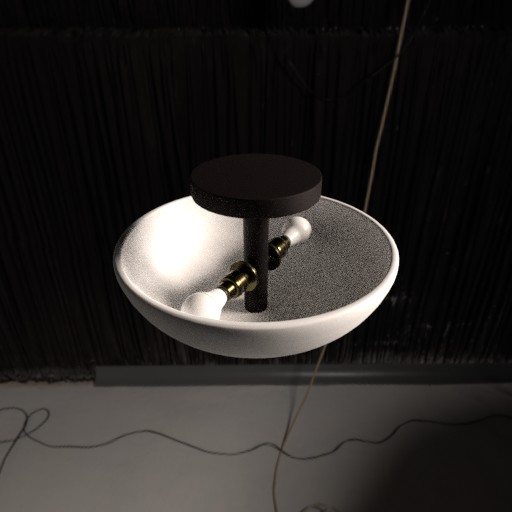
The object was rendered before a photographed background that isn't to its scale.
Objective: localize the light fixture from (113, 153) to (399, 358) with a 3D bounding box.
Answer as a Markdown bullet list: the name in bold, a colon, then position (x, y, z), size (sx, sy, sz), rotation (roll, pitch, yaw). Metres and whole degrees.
- **light fixture**: position (0.000, 0.000, 0.543), size (0.331, 0.212, 0.331), rotation (0, 30, 0)
